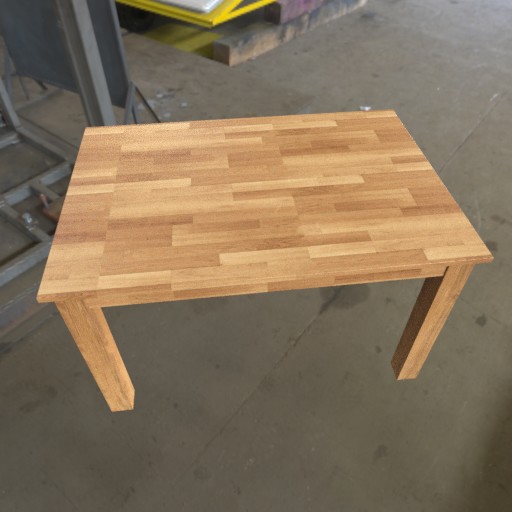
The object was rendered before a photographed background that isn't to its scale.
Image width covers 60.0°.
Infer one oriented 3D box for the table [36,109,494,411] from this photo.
[{"bbox_3d":[0.000,0.000,1.828,1.300,0.750,0.900,-5,46,-5],"label":"table"}]
